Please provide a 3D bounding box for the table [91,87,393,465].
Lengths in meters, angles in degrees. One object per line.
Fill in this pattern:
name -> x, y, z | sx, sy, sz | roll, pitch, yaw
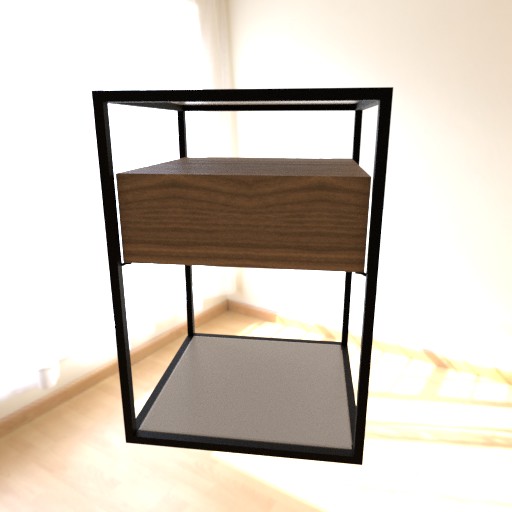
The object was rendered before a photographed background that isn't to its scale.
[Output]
table -> 0.000, 0.000, 0.803 | 0.378, 0.540, 0.378 | 2, 16, 7
